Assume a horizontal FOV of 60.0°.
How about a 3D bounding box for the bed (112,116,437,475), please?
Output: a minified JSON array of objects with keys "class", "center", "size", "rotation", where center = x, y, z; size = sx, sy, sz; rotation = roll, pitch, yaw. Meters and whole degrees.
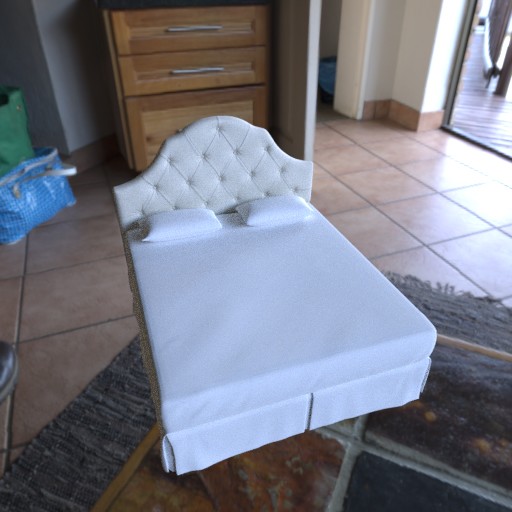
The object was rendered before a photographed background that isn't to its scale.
[{"class":"bed","center":[0.000,0.000,3.502],"size":[2.008,1.615,2.214],"rotation":[-11,35,-16]}]
